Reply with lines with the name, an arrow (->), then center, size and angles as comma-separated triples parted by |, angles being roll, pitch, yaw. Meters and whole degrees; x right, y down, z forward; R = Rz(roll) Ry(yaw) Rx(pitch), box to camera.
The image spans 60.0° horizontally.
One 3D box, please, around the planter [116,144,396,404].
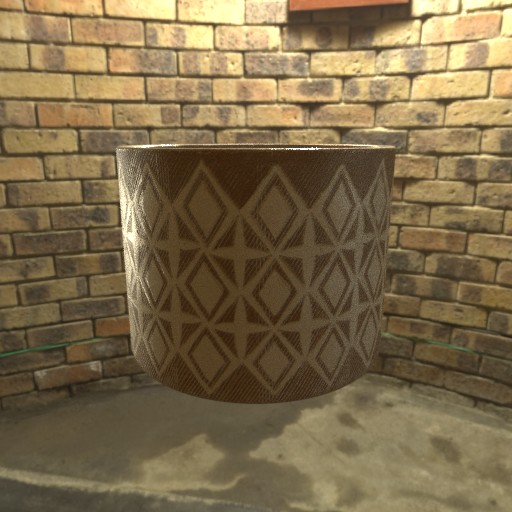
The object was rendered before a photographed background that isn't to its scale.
planter -> 0.000, 0.000, 0.340 | 0.193, 0.165, 0.193 | 0, 15, 0
